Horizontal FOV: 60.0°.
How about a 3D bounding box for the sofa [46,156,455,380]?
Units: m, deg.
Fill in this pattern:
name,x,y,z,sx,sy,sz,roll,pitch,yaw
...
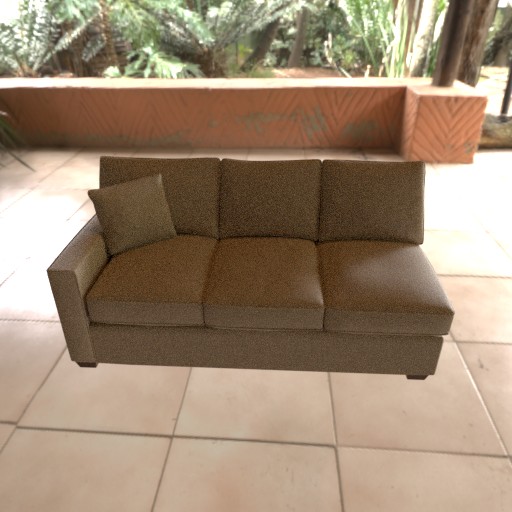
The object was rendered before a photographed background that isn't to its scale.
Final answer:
name,x,y,z,sx,sy,sz,roll,pitch,yaw
sofa,0.000,0.000,2.556,1.962,0.946,1.034,1,30,3
